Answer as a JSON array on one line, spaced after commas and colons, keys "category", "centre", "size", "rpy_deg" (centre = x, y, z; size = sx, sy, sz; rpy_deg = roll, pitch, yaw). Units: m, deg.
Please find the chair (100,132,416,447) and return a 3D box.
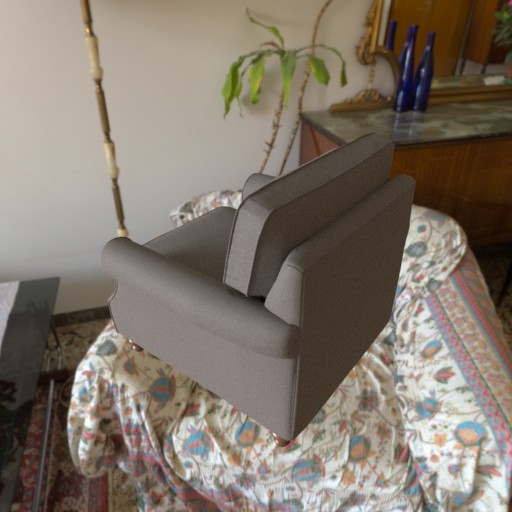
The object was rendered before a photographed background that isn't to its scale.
[{"category": "chair", "centre": [0.000, 0.000, 1.841], "size": [0.966, 0.967, 1.029], "rpy_deg": [22, 38, 32]}]
